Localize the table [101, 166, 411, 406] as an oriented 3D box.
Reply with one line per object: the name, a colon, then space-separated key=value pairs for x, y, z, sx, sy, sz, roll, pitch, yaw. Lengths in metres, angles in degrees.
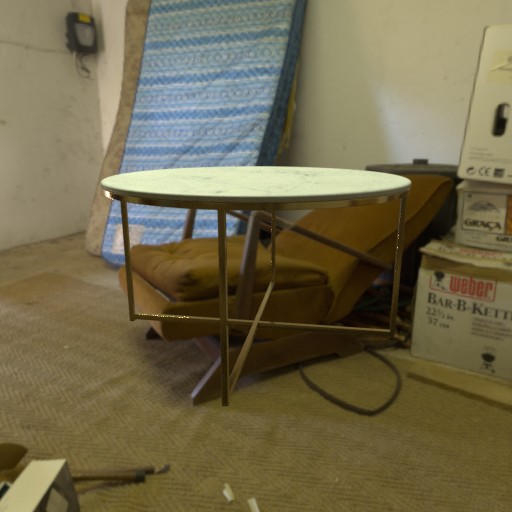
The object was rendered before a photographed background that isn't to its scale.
table: x=0.000 y=0.000 z=1.261 sx=0.800 sy=0.450 sz=0.800 roll=0 pitch=15 yaw=0
